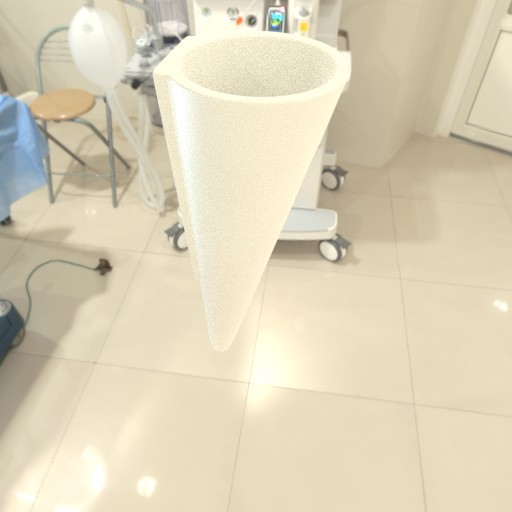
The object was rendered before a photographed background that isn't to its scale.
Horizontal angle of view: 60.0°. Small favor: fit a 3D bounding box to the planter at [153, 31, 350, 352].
[{"bbox_3d":[0.000,0.000,0.222,0.064,0.193,0.057,11,47,10],"label":"planter"}]
